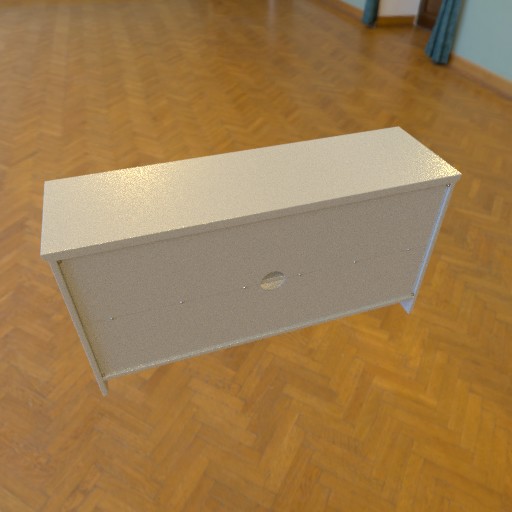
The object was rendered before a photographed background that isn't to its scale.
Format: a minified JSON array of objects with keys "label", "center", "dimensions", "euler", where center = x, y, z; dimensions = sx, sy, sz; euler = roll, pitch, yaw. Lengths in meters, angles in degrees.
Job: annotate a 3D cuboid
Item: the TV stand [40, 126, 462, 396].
[{"label":"TV stand","center":[0.000,0.000,1.487],"dimensions":[1.167,0.603,0.344],"euler":[-12,42,-14]}]
